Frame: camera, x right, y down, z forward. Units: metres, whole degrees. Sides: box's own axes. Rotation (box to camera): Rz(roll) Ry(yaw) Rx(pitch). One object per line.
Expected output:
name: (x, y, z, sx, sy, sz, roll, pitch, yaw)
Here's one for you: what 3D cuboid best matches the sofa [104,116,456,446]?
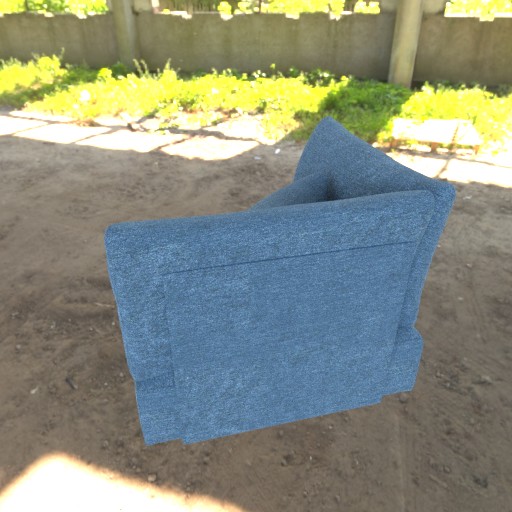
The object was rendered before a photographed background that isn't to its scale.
sofa: (0.000, 0.000, 1.727, 1.000, 0.820, 1.000, -7, 31, -12)
